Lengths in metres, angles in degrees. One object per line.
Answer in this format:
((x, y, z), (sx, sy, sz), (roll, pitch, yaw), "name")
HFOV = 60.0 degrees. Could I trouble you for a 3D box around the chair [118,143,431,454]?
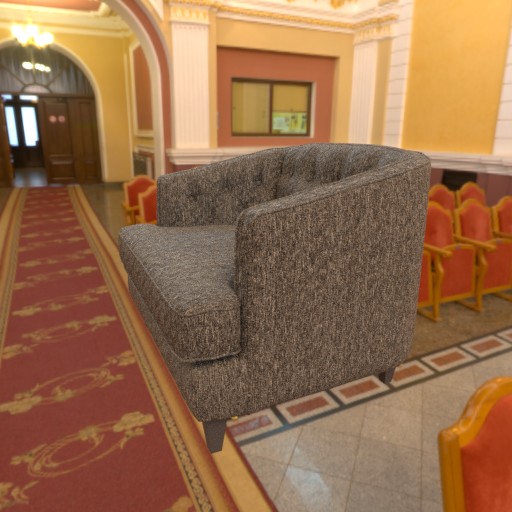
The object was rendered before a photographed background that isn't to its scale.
((0.000, 0.000, 1.750), (0.941, 0.852, 1.104), (-7, 17, -24), "chair")
